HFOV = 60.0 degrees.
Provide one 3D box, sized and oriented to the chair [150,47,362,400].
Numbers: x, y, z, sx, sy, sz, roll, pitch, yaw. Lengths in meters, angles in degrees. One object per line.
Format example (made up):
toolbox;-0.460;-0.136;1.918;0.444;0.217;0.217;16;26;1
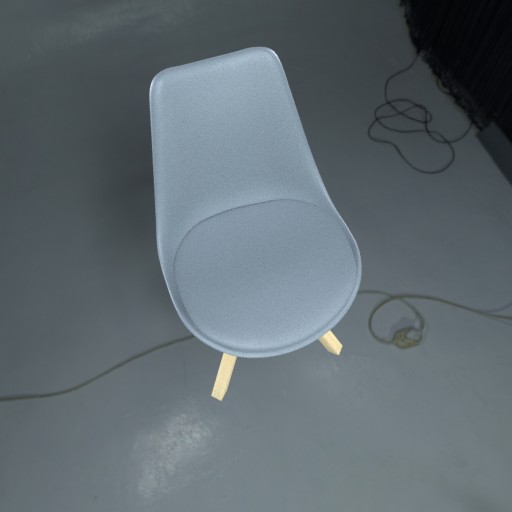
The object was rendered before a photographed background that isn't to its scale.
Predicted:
chair;0.000;0.000;1.182;0.485;0.850;0.549;-19;63;-10
